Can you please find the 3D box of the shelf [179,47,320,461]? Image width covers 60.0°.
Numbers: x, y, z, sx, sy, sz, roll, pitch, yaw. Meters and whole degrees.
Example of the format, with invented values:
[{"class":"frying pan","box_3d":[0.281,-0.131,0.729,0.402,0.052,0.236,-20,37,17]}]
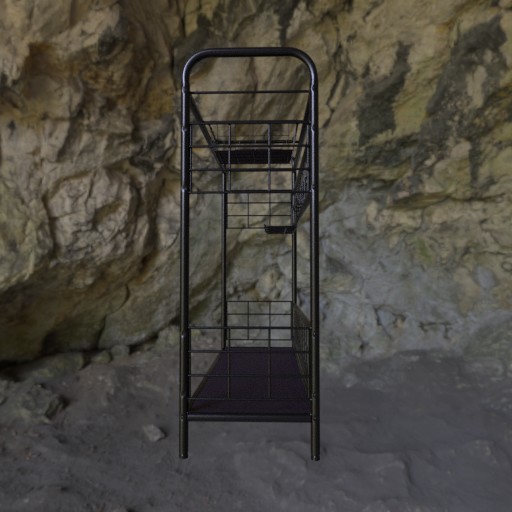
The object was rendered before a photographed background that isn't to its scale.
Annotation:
[{"class":"shelf","box_3d":[0.000,0.000,1.574,0.350,1.026,0.961,0,-2,2]}]
